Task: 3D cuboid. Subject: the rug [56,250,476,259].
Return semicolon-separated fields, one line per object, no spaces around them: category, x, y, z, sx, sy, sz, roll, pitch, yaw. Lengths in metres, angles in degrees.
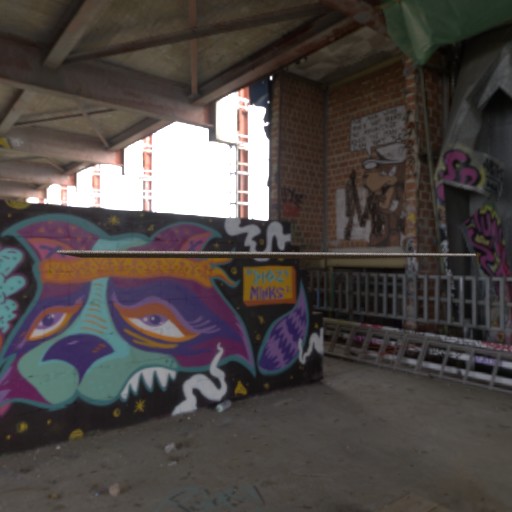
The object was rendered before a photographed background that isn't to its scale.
rug;0.000;0.000;3.155;2.438;0.015;1.524;0;-1;-18
